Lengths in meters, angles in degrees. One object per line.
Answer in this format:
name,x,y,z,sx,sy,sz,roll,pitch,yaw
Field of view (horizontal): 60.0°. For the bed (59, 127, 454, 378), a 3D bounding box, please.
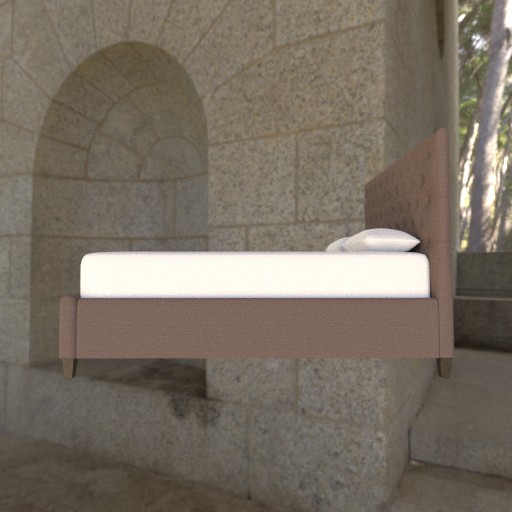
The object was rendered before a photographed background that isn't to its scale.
bed,0.000,0.000,3.334,2.233,1.426,1.696,0,-2,0
